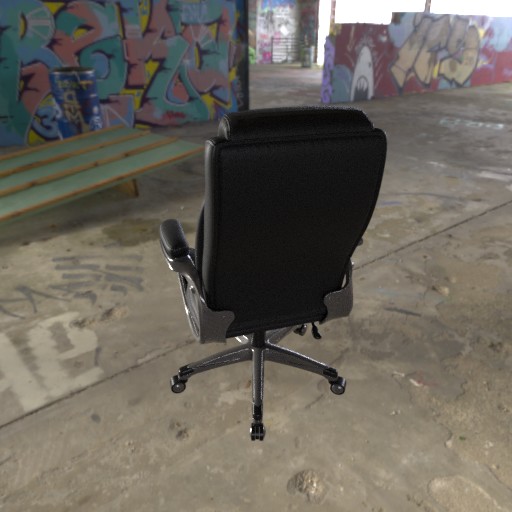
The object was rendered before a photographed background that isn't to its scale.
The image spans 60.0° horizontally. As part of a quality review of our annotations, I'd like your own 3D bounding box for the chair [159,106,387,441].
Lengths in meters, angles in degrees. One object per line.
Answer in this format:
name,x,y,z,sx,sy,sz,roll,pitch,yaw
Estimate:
chair,0.000,0.000,1.687,0.741,1.167,0.784,-8,28,-15
